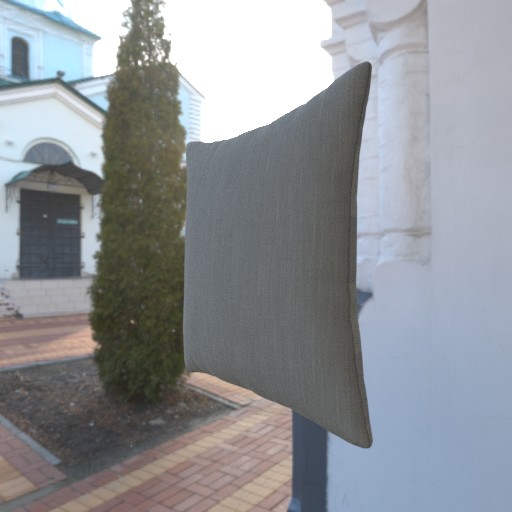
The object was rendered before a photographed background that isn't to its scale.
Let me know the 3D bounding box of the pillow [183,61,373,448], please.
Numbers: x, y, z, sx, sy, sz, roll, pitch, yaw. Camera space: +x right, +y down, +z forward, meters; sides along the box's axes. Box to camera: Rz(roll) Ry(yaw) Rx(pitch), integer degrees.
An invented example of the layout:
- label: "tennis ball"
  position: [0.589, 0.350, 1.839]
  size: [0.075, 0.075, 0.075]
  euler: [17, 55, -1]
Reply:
- label: "pillow"
  position: [0.000, 0.000, 0.783]
  size: [0.161, 0.509, 0.511]
  euler: [0, 0, -36]
